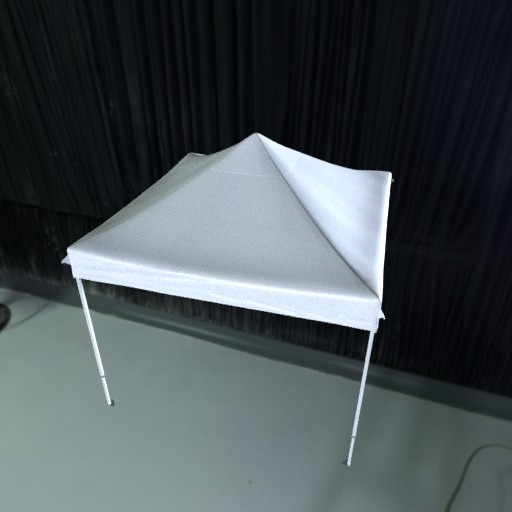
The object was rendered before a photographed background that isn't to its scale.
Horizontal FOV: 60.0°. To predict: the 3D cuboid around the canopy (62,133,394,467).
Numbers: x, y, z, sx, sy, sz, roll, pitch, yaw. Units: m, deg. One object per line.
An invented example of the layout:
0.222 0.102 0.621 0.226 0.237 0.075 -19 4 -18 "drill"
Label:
0.000 0.000 5.384 2.994 2.998 2.996 9 33 14 "canopy"
